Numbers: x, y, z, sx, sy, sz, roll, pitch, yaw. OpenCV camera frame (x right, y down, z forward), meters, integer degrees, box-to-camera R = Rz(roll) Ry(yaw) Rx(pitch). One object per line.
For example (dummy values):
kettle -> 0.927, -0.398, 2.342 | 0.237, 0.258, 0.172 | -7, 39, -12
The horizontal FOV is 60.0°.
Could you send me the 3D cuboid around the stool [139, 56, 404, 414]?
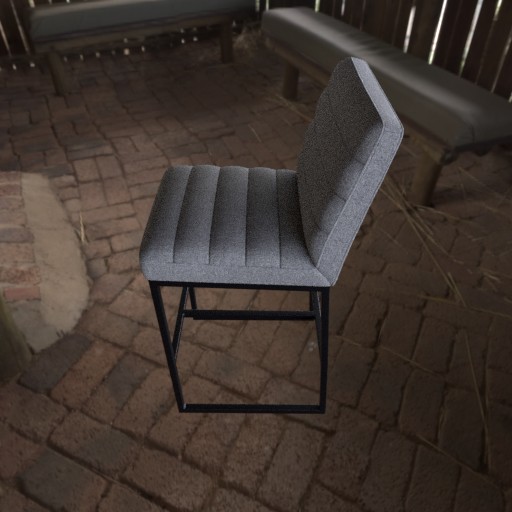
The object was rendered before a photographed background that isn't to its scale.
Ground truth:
stool -> 0.000, 0.000, 1.335 | 0.571, 1.034, 0.459 | 0, 40, 0
